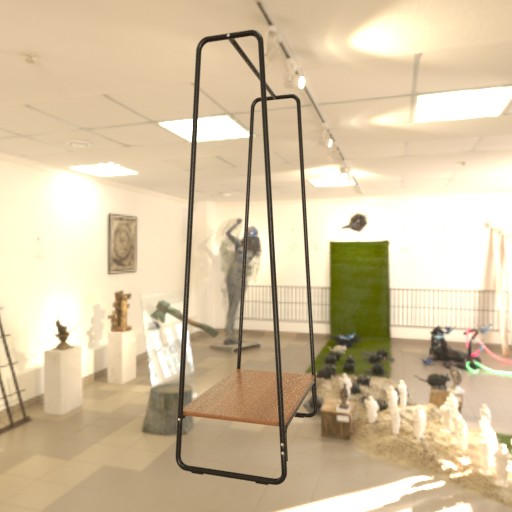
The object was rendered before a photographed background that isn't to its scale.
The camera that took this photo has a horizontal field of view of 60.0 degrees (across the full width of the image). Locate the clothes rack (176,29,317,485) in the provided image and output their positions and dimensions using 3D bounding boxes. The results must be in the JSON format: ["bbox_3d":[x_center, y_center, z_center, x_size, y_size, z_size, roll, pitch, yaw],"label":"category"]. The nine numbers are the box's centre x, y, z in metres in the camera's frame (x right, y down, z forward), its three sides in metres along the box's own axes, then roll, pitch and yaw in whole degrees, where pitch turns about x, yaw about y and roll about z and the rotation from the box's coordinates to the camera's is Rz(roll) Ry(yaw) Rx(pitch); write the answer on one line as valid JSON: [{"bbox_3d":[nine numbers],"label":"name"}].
[{"bbox_3d":[0.000,0.000,1.791,0.400,1.500,0.640,0,0,17],"label":"clothes rack"}]
